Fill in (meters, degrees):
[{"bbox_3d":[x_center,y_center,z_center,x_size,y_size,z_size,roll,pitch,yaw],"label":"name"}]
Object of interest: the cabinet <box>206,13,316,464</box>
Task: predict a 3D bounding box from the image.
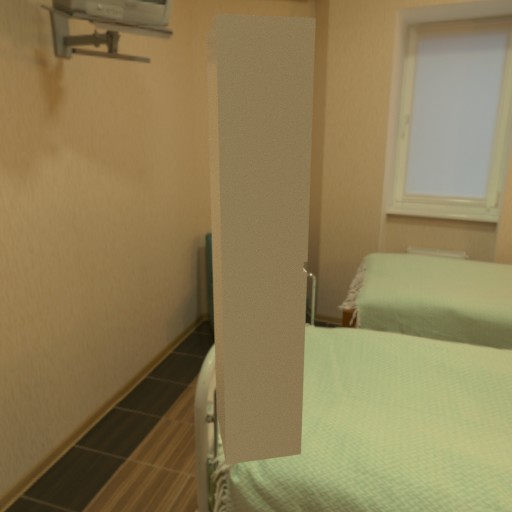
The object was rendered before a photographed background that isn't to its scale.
[{"bbox_3d":[0.000,0.000,1.502,0.269,1.400,0.300,-3,16,-10],"label":"cabinet"}]
